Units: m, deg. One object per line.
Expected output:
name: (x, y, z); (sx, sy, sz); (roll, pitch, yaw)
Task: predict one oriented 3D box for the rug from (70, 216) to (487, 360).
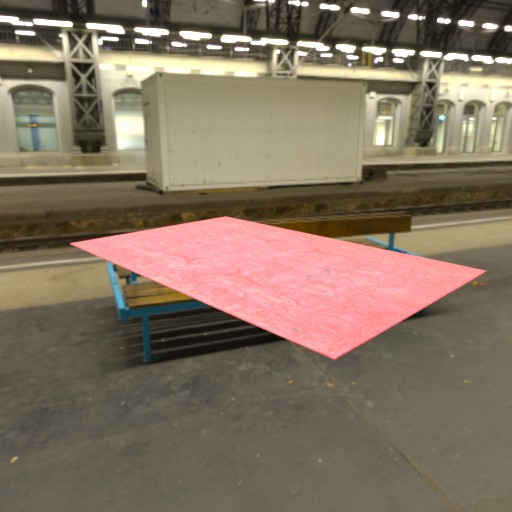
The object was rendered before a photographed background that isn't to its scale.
rug: (0.000, 0.000, 2.997); (1.534, 0.010, 2.423); (-15, 22, -42)
